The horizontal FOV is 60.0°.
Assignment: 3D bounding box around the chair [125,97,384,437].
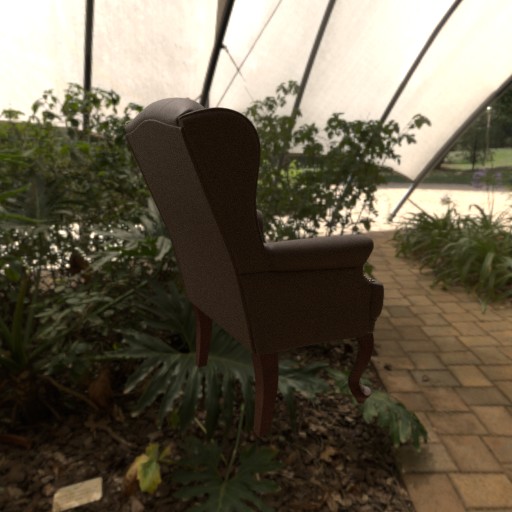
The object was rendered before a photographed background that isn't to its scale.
[{"bbox_3d":[0.000,0.000,1.732,0.819,1.132,0.829,-7,15,-28],"label":"chair"}]
